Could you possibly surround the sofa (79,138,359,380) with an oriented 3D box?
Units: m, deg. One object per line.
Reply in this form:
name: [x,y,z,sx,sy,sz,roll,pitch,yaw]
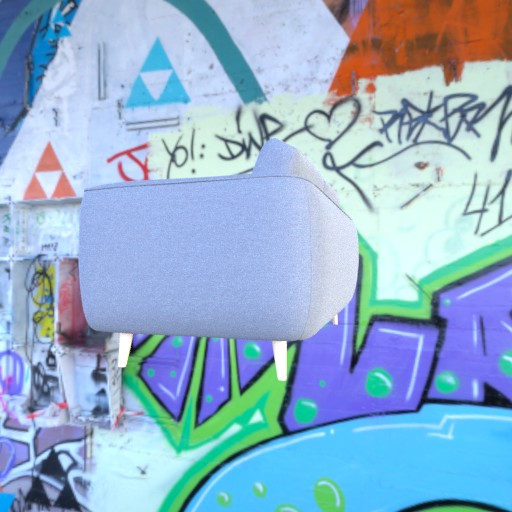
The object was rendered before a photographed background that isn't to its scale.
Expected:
sofa: [0.000,0.000,2.246,0.920,0.850,1.700,0,-1,17]
